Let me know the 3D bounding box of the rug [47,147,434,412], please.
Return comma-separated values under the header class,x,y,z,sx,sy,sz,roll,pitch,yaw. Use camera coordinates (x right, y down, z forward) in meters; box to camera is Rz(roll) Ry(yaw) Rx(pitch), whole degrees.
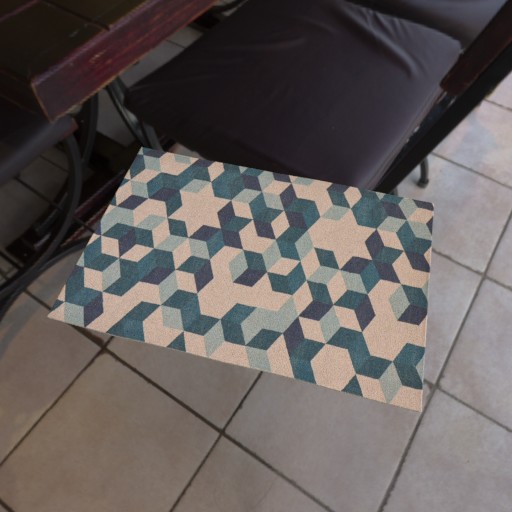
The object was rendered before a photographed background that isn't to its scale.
class,x,y,z,sx,sy,sz,roll,pitch,yaw
rug,0.000,0.000,2.397,1.829,0.014,1.235,13,59,8
